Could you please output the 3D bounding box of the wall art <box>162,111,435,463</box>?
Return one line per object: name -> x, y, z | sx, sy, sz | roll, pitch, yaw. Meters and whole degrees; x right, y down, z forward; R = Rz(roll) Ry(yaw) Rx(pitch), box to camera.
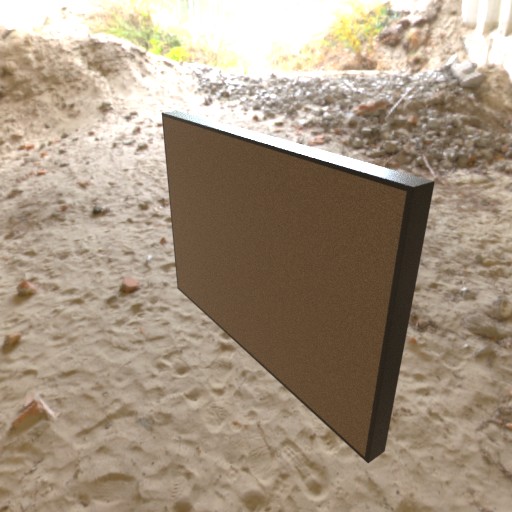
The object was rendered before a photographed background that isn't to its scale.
wall art -> 0.000, 0.000, 1.203 | 0.058, 0.640, 0.939 | -18, 31, -31
